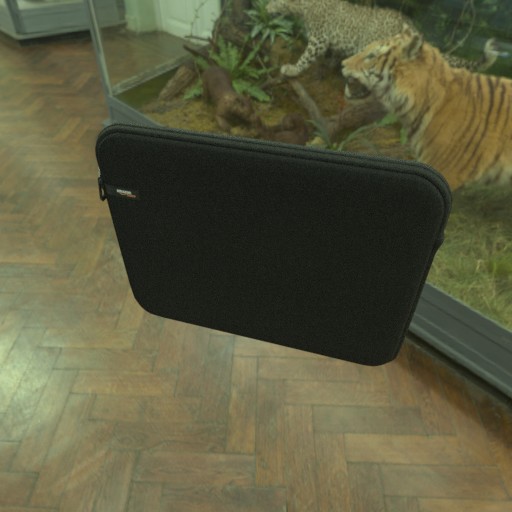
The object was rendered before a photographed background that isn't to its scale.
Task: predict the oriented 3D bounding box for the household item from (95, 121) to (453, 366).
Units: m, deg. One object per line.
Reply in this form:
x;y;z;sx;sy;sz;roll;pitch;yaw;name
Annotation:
0.000;0.000;0.540;0.396;0.305;0.030;11;43;12;household item
